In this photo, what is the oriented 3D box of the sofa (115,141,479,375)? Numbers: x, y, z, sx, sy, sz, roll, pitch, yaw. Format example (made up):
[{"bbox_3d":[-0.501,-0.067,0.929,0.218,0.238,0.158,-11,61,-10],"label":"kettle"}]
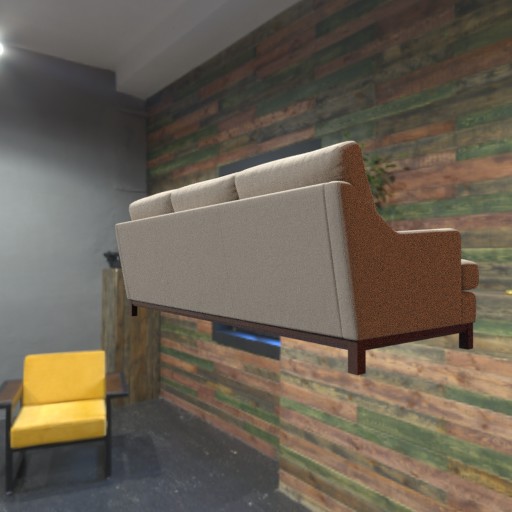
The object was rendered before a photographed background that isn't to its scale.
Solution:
[{"bbox_3d":[0.000,0.000,2.773,1.000,0.913,2.321,1,-1,-37],"label":"sofa"}]
